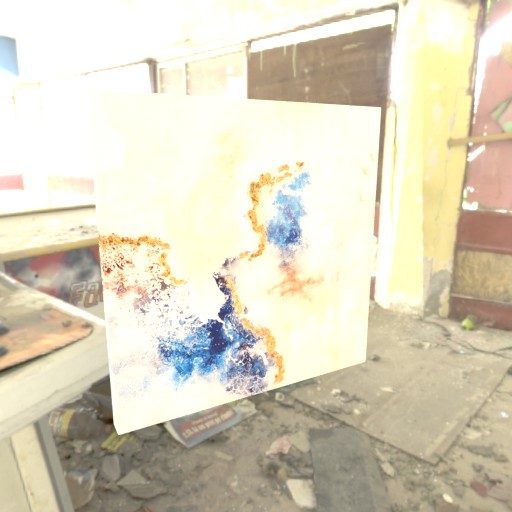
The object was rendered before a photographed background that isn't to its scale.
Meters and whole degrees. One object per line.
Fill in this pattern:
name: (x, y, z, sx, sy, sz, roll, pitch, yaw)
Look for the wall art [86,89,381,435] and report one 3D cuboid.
wall art: (0.000, 0.000, 1.596, 1.061, 1.061, 0.071, -7, 15, -28)
